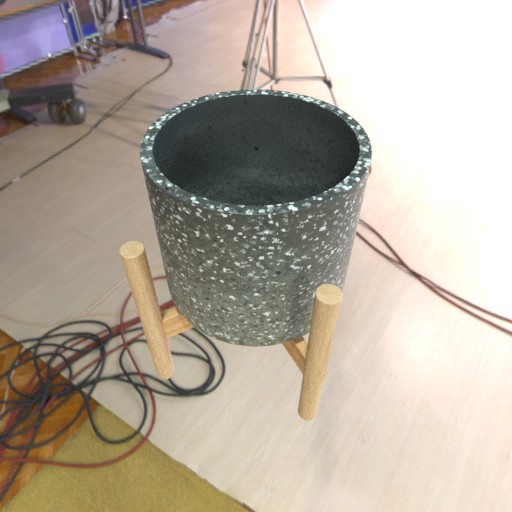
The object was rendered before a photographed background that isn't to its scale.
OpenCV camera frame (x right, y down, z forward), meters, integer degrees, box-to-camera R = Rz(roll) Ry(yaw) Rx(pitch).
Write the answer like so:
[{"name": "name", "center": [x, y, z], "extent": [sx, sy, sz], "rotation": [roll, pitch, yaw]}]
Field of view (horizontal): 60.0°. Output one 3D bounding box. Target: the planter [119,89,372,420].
[{"name": "planter", "center": [0.000, 0.000, 0.545], "extent": [0.284, 0.320, 0.284], "rotation": [-4, 46, -4]}]
